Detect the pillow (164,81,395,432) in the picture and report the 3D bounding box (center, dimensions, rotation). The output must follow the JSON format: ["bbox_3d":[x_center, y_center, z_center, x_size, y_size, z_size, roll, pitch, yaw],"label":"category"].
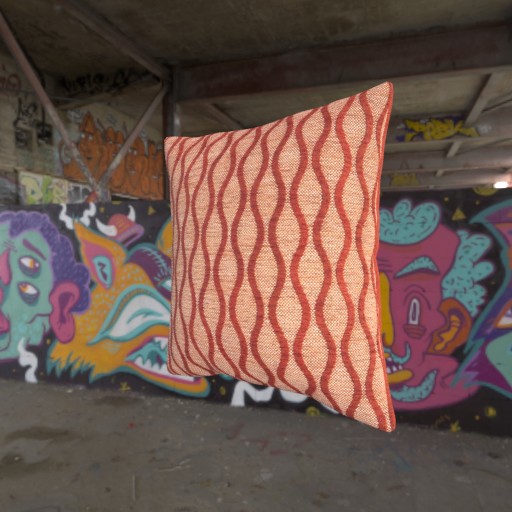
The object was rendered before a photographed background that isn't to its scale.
[{"bbox_3d":[0.000,0.000,0.673,0.429,0.434,0.159,1,1,38],"label":"pillow"}]
